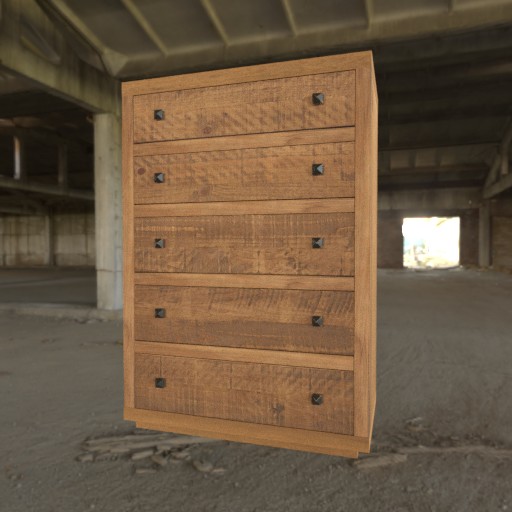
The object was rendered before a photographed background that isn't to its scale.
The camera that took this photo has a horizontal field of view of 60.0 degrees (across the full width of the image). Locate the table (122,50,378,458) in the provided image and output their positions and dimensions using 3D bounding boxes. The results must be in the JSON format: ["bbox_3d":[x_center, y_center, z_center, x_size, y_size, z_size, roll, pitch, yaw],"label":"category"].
[{"bbox_3d":[0.000,0.000,1.749,0.901,1.294,0.524,0,1,18],"label":"table"}]
